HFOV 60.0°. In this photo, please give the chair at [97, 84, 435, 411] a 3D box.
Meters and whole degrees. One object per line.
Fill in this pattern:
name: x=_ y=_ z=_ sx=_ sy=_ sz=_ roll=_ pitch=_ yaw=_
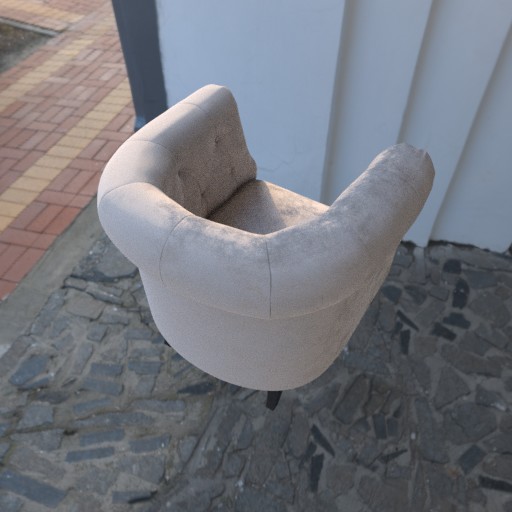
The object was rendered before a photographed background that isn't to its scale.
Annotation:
chair: x=0.000 y=0.000 z=1.549 sx=0.904 sy=0.826 sz=0.851 roll=25 pitch=52 yaw=22
